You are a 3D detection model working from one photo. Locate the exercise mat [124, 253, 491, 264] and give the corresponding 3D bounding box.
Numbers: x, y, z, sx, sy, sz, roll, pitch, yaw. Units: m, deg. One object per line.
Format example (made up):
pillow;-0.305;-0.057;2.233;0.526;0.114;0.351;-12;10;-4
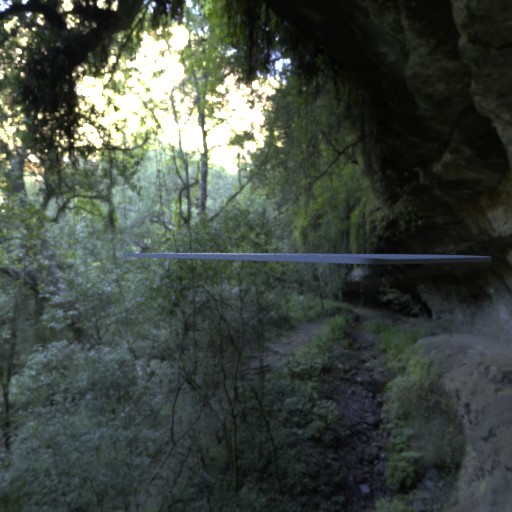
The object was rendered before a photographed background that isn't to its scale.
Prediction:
exercise mat;0.000;0.000;2.036;0.616;0.021;1.884;0;1;-36
